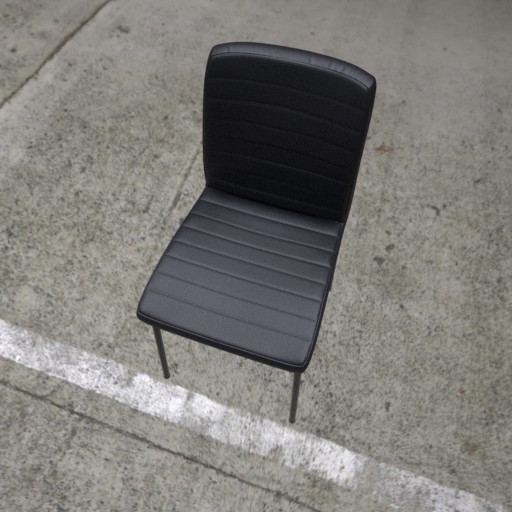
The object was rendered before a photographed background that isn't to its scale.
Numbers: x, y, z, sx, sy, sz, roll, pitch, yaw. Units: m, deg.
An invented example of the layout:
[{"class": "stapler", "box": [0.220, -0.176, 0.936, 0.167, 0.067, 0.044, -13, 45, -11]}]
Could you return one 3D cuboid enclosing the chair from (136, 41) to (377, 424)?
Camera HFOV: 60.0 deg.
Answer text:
[{"class": "chair", "box": [0.000, 0.000, 1.195, 0.450, 0.872, 0.572, 16, 59, 10]}]
